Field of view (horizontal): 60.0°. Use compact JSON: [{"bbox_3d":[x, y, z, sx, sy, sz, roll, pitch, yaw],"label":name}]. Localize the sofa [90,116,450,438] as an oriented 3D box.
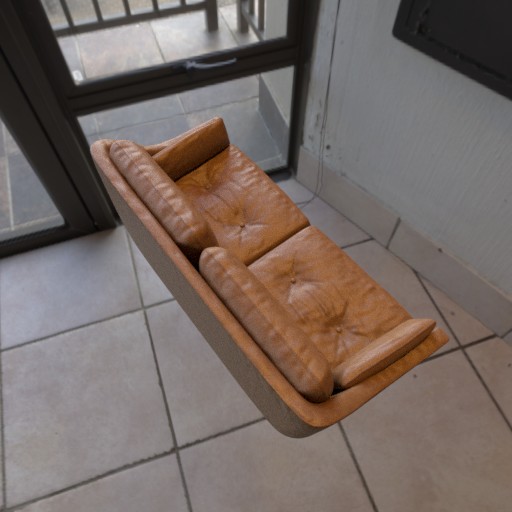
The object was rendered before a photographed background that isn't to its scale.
[{"bbox_3d":[0.000,0.000,2.395,0.904,0.839,1.902,-33,64,-18],"label":"sofa"}]
